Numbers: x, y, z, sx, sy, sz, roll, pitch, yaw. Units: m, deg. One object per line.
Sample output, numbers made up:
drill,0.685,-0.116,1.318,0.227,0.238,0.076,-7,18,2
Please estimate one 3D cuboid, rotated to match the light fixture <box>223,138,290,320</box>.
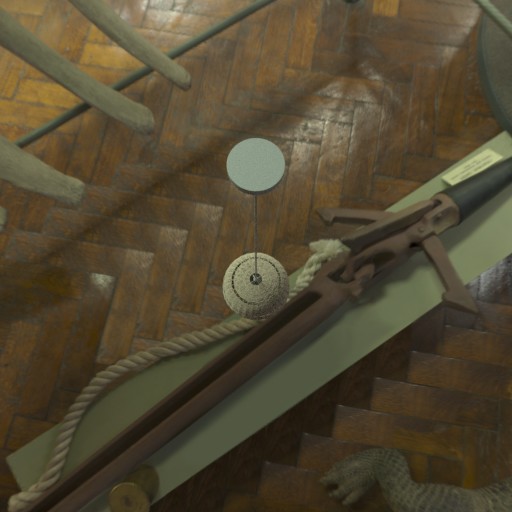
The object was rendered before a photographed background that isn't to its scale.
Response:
light fixture,0.000,0.000,2.240,0.457,2.019,0.457,-33,77,-8
